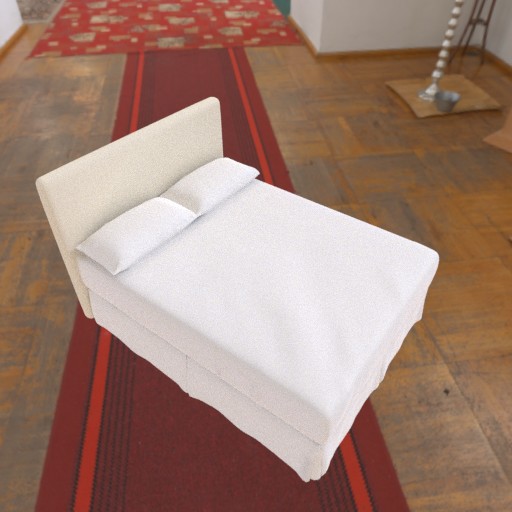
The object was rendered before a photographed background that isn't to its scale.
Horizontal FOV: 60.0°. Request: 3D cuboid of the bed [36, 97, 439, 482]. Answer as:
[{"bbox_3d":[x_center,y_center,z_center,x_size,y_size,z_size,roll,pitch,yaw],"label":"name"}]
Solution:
[{"bbox_3d":[0.000,0.000,3.137,2.147,1.330,1.714,26,48,27],"label":"bed"}]
